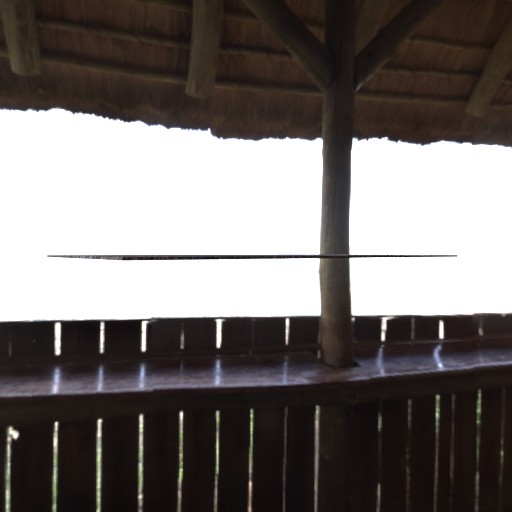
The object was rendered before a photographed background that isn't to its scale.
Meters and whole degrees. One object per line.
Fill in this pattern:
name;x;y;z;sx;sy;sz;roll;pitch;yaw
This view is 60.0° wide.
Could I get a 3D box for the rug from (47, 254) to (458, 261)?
rug;0.000;0.000;2.319;1.814;0.012;1.186;0;1;-35
